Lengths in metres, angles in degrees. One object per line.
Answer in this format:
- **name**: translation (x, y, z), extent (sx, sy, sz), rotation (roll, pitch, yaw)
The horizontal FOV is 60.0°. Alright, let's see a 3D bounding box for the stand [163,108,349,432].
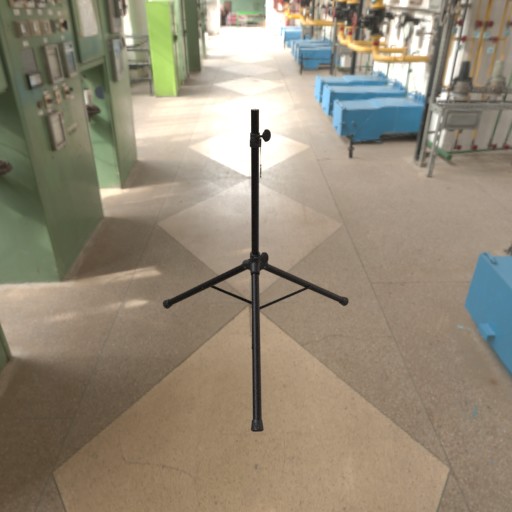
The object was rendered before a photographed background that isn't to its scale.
- **stand**: translation (0.000, 0.000, 1.870), extent (1.045, 1.136, 0.907), rotation (0, 30, 0)
